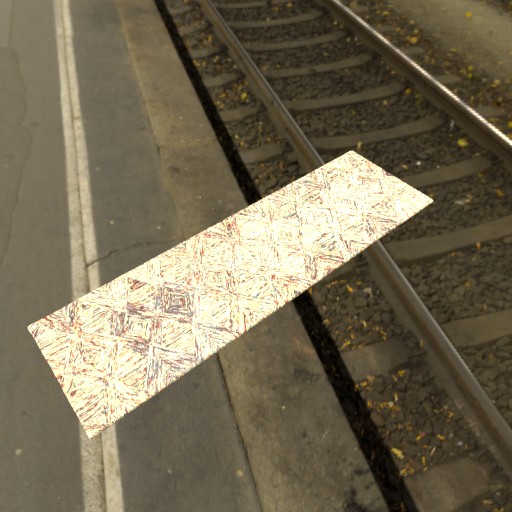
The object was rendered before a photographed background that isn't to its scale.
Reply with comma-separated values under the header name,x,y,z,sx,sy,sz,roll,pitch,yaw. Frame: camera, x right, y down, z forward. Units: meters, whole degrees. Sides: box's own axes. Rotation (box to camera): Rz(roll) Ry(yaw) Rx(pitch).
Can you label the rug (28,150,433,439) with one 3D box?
name,x,y,z,sx,sy,sz,roll,pitch,yaw
rug,0.000,0.000,2.443,2.292,0.015,0.688,-31,55,-25
